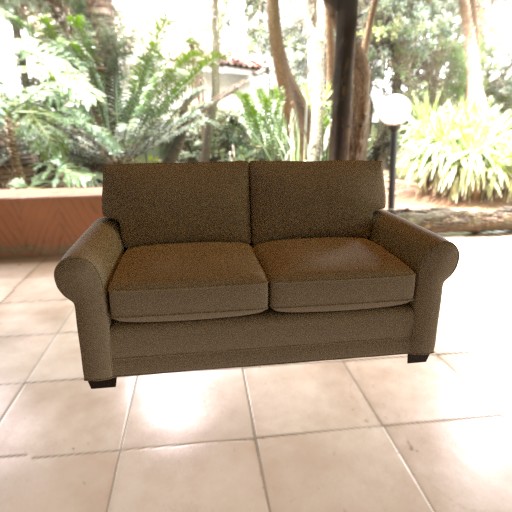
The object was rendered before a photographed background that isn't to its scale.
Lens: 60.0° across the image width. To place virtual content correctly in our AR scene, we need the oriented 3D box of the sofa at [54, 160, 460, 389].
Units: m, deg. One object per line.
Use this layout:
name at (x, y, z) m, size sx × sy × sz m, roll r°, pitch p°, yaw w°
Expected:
sofa at (0.000, 0.000, 2.314) m, size 1.774 × 0.933 × 0.861 m, roll -3°, pitch 17°, yaw -8°
